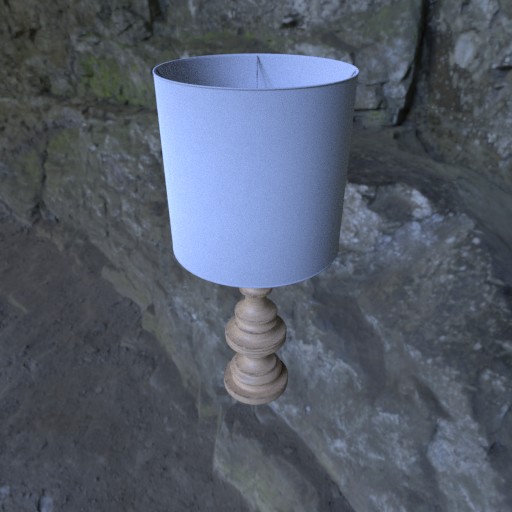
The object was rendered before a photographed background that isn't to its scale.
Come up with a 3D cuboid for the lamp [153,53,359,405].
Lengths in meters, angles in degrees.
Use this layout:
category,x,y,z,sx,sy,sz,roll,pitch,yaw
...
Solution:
category,x,y,z,sx,sy,sz,roll,pitch,yaw
lamp,0.000,0.000,0.575,0.208,0.455,0.208,-10,33,-16
